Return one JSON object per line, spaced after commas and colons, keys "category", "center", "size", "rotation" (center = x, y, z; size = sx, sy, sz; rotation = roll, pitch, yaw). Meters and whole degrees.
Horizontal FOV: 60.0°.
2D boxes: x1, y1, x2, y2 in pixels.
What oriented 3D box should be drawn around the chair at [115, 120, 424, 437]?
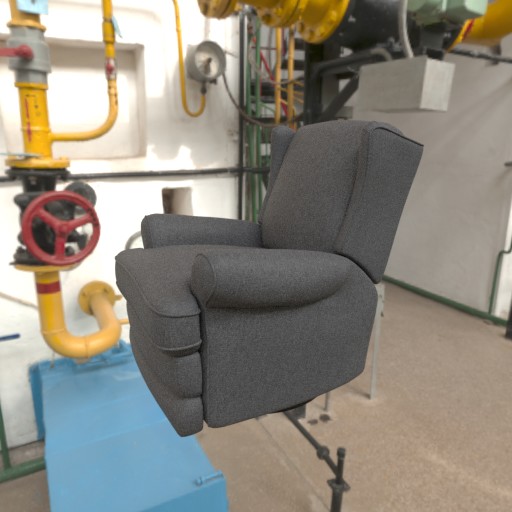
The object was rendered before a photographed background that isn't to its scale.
{"category": "chair", "center": [0.000, 0.000, 1.704], "size": [0.969, 1.011, 0.847], "rotation": [-7, 17, -26]}
